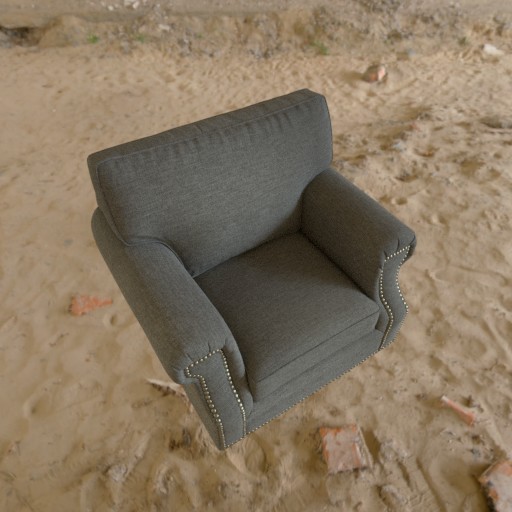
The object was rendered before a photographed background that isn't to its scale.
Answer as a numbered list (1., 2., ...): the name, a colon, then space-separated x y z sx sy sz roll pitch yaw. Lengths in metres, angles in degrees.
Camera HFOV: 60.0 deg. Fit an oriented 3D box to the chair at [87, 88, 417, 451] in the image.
1. chair: 0.000 0.000 1.832 1.092 0.961 0.965 -25 51 -22
